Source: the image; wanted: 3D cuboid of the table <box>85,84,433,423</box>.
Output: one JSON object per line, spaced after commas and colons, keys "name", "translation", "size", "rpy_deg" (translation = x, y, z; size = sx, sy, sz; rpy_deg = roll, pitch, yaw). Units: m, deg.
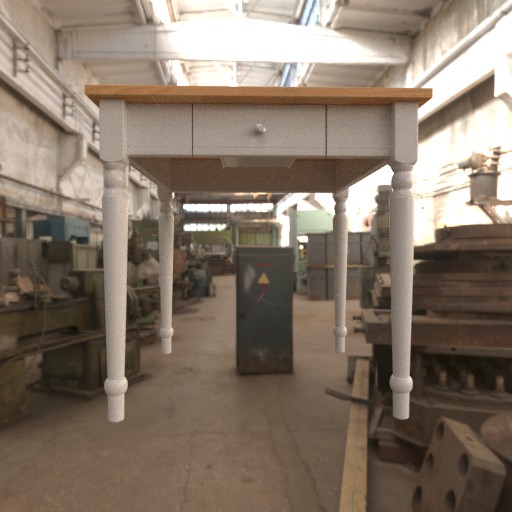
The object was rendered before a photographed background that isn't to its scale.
{"name": "table", "translation": [0.000, 0.000, 1.327], "size": [0.747, 0.738, 0.747], "rpy_deg": [0, 1, -2]}
